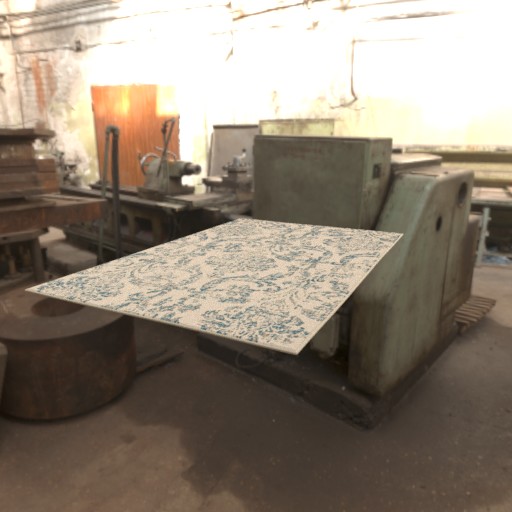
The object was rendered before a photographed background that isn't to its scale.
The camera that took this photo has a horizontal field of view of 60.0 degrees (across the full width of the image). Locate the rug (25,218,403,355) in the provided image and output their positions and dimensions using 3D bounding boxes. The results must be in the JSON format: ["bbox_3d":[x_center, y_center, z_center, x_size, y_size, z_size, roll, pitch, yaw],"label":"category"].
[{"bbox_3d":[0.000,0.000,2.351,1.213,0.012,1.831,8,17,26],"label":"rug"}]
